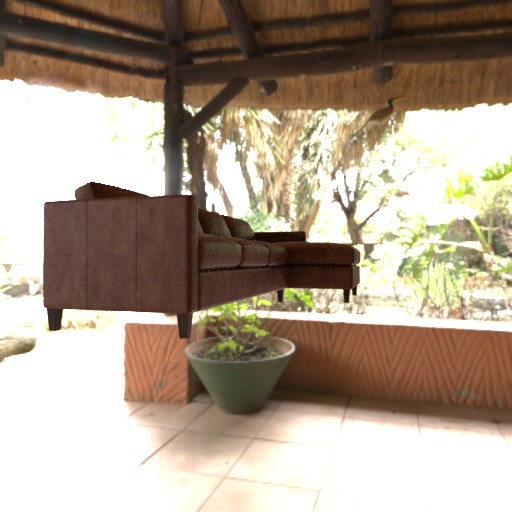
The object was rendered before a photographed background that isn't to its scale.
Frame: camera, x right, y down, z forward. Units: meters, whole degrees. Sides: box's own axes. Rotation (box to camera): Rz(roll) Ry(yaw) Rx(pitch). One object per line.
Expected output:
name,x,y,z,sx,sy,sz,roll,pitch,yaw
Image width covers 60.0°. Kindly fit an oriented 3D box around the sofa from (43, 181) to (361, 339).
sofa,0.000,0.000,3.825,1.581,0.883,3.203,0,-1,17
